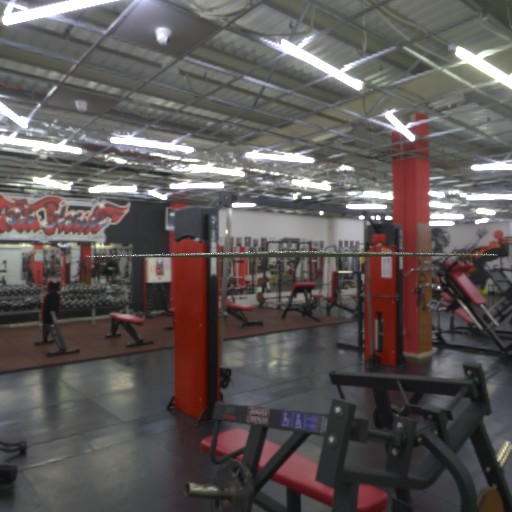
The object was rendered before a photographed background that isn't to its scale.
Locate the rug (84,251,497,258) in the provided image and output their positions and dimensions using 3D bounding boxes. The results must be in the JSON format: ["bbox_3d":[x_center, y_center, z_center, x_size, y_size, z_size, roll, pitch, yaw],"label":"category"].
[{"bbox_3d":[0.000,0.000,2.008,1.035,0.006,1.652,0,-1,-37],"label":"rug"}]
